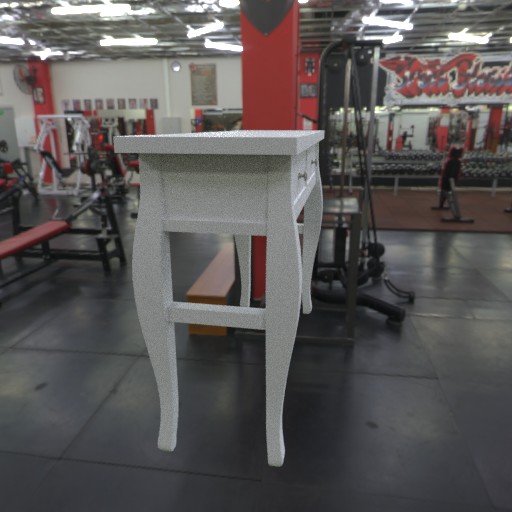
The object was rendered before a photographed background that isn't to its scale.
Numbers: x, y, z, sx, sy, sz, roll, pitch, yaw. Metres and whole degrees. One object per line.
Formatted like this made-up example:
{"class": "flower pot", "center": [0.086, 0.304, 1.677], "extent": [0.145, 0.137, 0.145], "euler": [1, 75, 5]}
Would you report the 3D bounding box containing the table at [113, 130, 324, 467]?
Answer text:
{"class": "table", "center": [0.000, 0.000, 1.430], "extent": [0.373, 0.768, 1.062], "euler": [3, 17, 11]}
